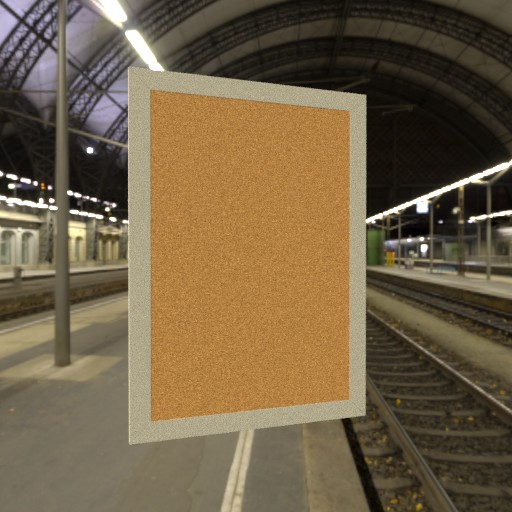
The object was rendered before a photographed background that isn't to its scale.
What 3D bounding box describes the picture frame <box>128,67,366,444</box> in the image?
[{"bbox_3d":[0.000,0.000,0.591,0.326,0.459,0.011,0,0,-17],"label":"picture frame"}]
